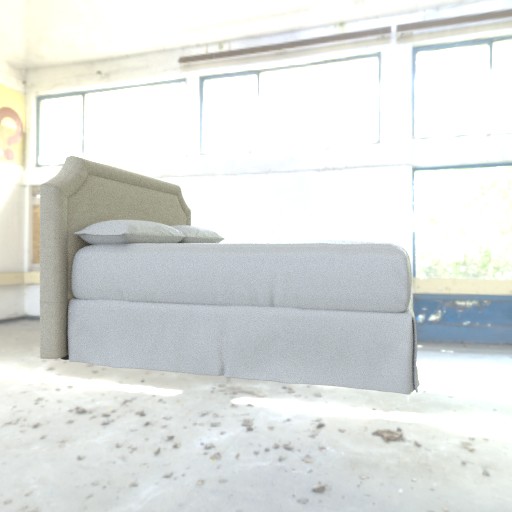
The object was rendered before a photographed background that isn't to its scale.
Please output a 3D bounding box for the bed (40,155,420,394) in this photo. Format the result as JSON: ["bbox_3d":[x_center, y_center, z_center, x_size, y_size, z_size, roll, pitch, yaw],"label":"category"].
[{"bbox_3d":[0.000,0.000,3.177,2.164,1.297,1.828,0,1,18],"label":"bed"}]
